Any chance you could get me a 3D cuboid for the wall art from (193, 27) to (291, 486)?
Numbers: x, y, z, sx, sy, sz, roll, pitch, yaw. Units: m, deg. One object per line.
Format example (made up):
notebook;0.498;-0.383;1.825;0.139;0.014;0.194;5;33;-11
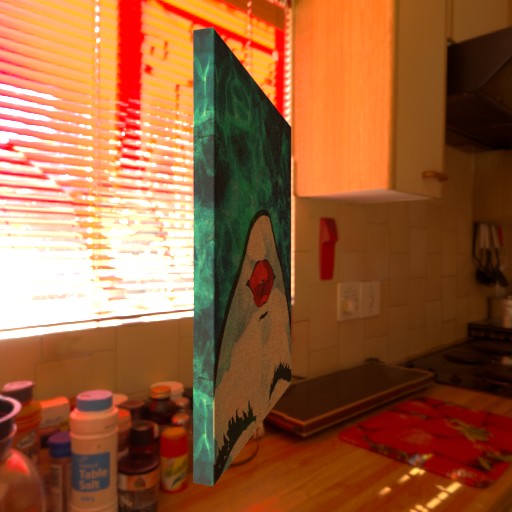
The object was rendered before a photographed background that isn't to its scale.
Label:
wall art;0.000;0.000;1.030;0.038;0.760;0.609;0;0;17
